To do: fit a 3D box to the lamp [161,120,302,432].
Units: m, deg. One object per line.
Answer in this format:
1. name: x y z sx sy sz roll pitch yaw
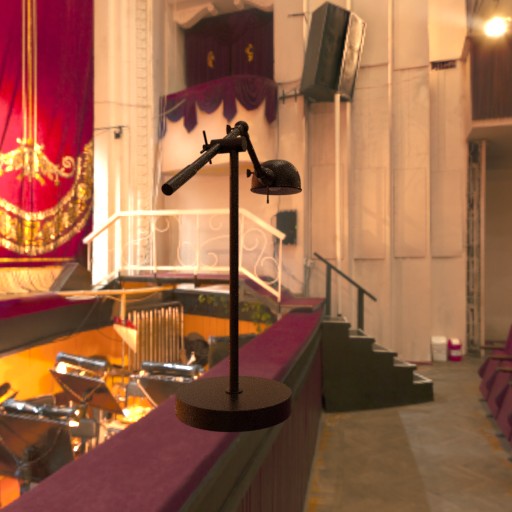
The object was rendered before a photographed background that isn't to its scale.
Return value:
1. lamp: 0.000 0.000 0.817 0.185 0.495 0.567 0 0 19
